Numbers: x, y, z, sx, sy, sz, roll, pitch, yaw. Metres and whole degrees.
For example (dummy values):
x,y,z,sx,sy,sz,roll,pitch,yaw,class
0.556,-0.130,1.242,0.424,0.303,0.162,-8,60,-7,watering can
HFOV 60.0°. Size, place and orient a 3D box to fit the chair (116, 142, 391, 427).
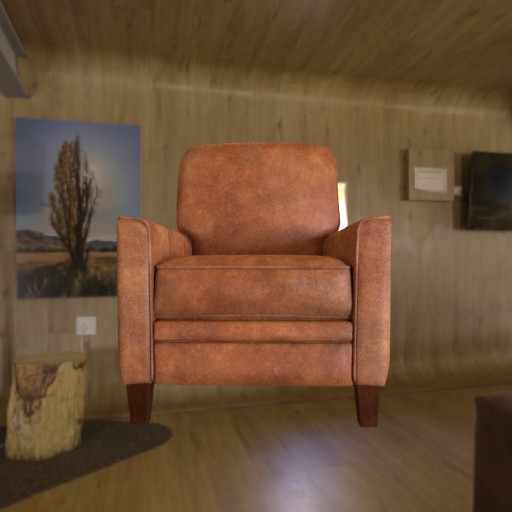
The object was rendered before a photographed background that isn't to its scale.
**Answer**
x,y,z,sx,sy,sz,roll,pitch,yaw,class
0.000,0.000,1.712,0.843,1.043,0.836,0,0,1,chair
